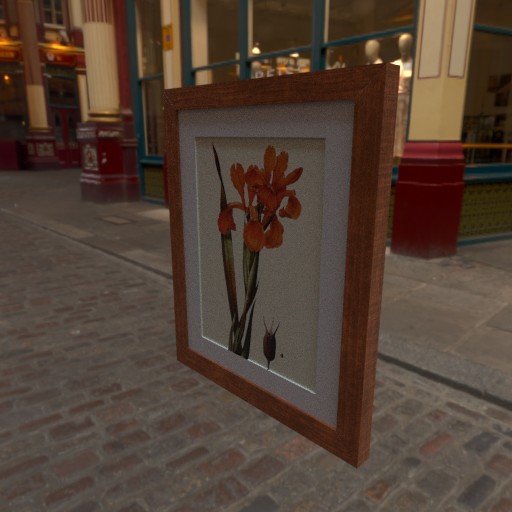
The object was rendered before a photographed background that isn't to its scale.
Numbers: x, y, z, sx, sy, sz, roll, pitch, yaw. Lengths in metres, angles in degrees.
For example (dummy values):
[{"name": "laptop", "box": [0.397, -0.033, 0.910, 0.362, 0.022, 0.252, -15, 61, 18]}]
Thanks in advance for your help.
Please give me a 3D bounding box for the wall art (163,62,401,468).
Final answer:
[{"name": "wall art", "box": [0.000, 0.000, 0.763, 0.033, 0.567, 0.467, -15, 21, -43]}]
